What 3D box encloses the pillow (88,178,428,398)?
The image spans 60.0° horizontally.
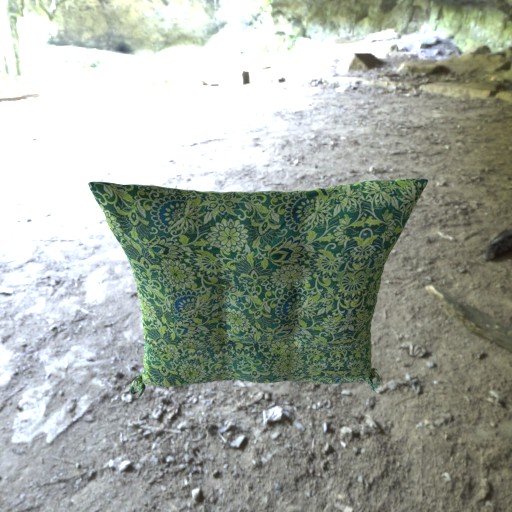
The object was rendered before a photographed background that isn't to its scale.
[{"bbox_3d":[0.000,0.000,0.994,0.541,0.536,0.585,-1,30,-2],"label":"pillow"}]
